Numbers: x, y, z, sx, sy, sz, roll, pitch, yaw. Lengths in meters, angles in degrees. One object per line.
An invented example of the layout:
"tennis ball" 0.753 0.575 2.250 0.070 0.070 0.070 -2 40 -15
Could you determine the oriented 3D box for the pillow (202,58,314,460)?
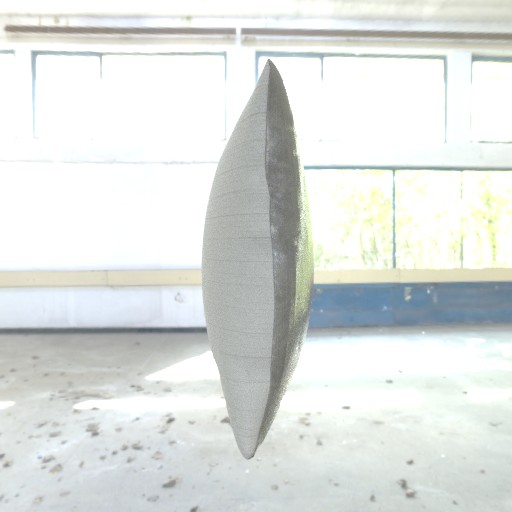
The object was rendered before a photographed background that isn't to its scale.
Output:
"pillow" 0.000 0.000 0.739 0.175 0.464 0.470 0 2 -1
